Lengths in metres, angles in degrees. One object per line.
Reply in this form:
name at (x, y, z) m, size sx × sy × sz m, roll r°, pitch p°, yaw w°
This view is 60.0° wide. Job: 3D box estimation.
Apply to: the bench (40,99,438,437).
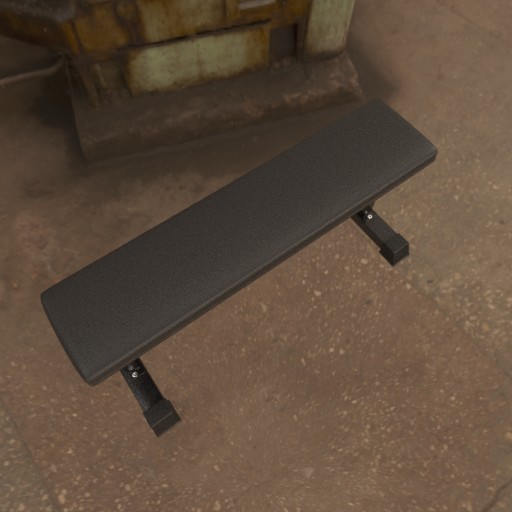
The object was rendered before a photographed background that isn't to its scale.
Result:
bench at (0.000, 0.000, 1.297) m, size 1.072 × 0.453 × 0.439 m, roll -33°, pitch 67°, yaw -16°
